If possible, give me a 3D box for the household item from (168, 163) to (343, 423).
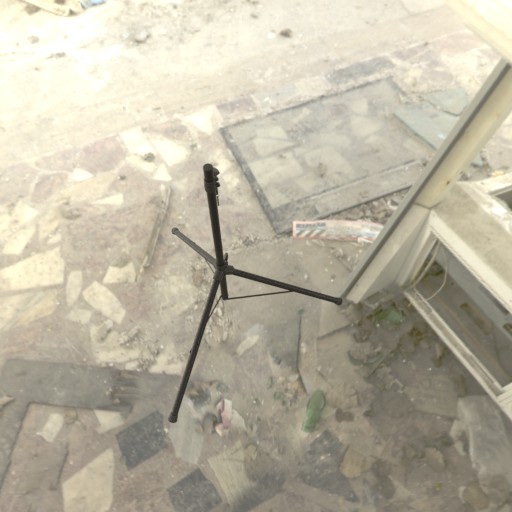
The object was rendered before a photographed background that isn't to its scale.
[{"bbox_3d":[0.000,0.000,2.743,1.339,1.595,1.596,-3,58,-2],"label":"household item"}]
